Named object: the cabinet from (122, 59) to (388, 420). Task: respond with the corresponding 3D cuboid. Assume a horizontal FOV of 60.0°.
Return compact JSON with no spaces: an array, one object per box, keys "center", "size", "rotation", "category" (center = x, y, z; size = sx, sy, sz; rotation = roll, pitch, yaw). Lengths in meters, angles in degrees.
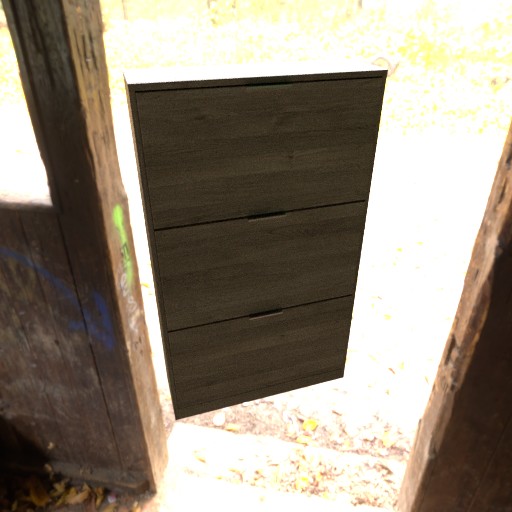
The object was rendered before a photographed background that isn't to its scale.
[{"center":[0.000,0.000,1.635],"size":[0.750,1.280,0.250],"rotation":[-9,33,-15],"category":"cabinet"}]
